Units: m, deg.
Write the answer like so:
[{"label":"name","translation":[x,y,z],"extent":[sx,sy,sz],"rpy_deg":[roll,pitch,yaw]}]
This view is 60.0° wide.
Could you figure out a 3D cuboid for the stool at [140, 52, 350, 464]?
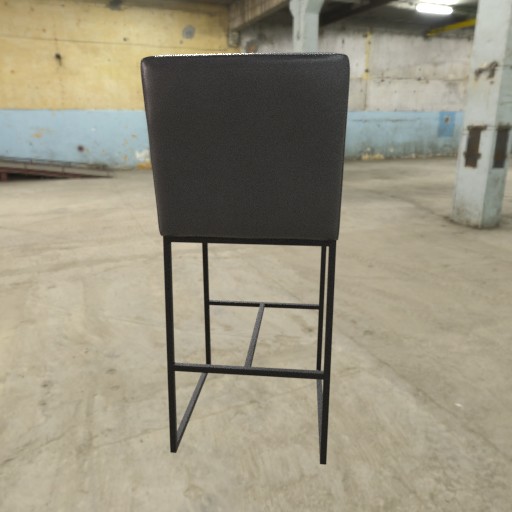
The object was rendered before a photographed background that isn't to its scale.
[{"label":"stool","translation":[0.000,0.000,1.316],"extent":[0.457,1.040,0.552],"rpy_deg":[2,16,6]}]
